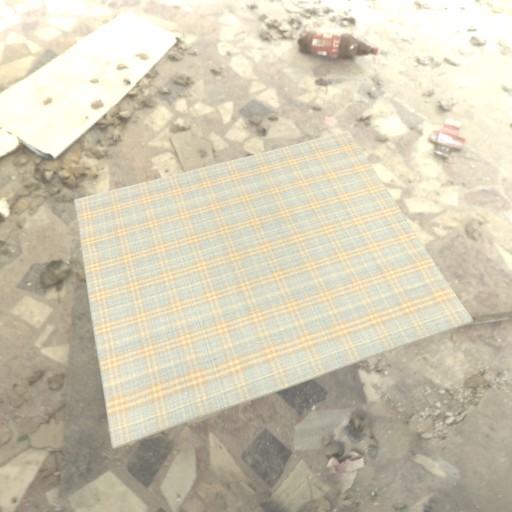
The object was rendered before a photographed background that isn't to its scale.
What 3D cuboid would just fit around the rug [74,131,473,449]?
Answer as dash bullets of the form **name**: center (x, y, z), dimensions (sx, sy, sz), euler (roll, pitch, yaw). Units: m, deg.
- **rug**: center (0.000, 0.000, 4.107), dimensions (3.066, 0.030, 2.462), euler (-16, 59, -10)
